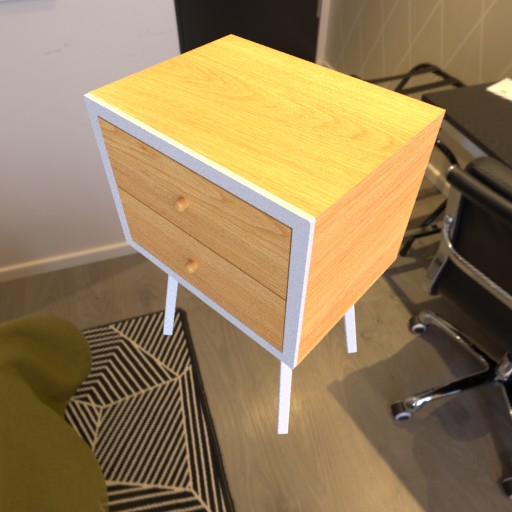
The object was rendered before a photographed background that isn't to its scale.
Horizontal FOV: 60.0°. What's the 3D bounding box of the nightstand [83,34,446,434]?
[{"bbox_3d":[0.000,0.000,0.823,0.400,0.601,0.316,33,55,27],"label":"nightstand"}]
